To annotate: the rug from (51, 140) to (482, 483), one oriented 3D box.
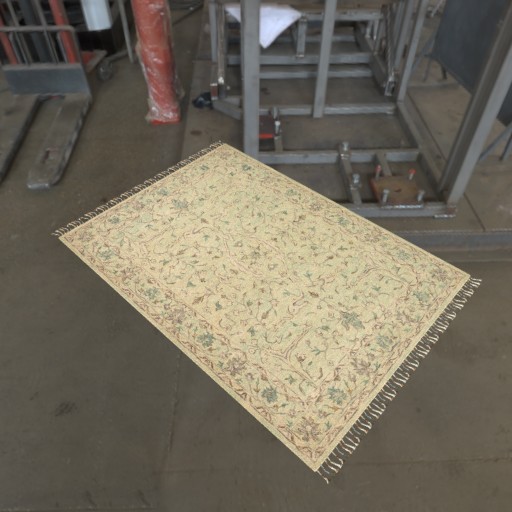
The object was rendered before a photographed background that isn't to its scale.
[{"bbox_3d":[0.000,0.000,2.223,1.802,0.008,1.247,34,55,28],"label":"rug"}]
